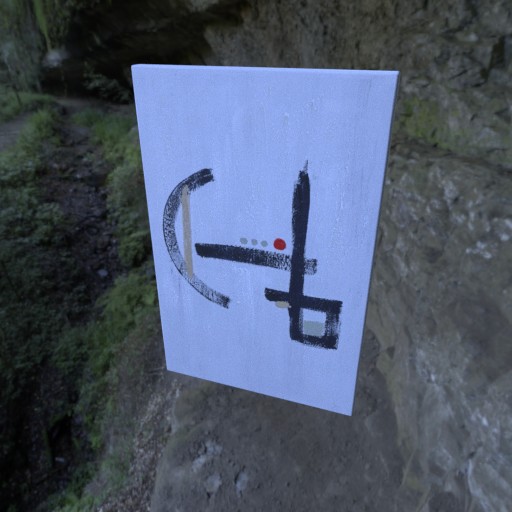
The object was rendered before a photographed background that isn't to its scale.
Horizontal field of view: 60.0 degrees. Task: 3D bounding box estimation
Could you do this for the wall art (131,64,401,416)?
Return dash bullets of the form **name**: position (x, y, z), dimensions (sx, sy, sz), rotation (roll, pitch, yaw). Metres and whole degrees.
- **wall art**: position (0.000, 0.000, 1.169), dimensions (0.602, 0.916, 0.048), rotation (9, 29, 17)
